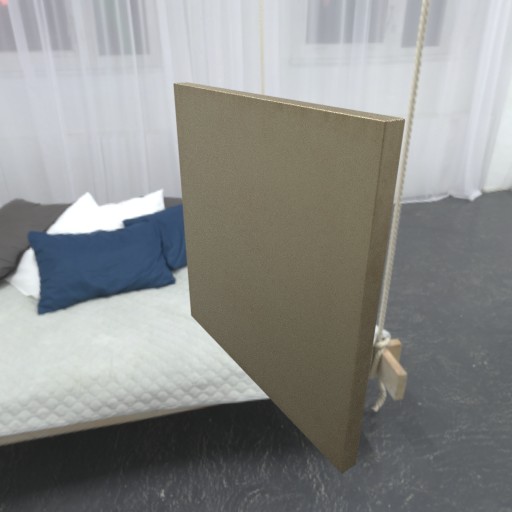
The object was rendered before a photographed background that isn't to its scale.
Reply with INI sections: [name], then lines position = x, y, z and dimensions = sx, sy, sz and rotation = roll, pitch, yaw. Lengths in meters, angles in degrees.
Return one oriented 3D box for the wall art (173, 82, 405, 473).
[wall art]
position = 0.000, 0.000, 0.740
dimensions = 0.030, 0.506, 0.503
rotation = -16, 30, -30
